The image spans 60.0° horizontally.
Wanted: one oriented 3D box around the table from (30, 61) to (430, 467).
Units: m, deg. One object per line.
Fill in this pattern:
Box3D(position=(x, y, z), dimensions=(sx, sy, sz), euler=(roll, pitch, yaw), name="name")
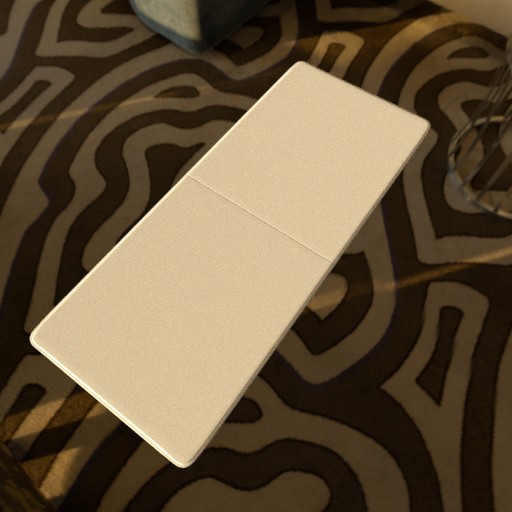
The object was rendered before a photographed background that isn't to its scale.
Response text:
Box3D(position=(0.000, 0.000, 2.167), dimensions=(0.761, 0.719, 1.829), euler=(32, 67, 16), name="table")
